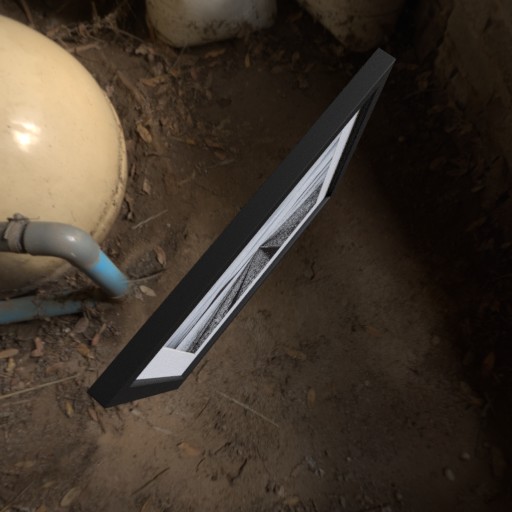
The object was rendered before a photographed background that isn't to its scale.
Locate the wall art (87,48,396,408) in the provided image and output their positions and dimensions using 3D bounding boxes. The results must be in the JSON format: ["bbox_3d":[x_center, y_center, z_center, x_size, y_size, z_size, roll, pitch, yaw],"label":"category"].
[{"bbox_3d":[0.000,0.000,0.754,0.029,0.458,0.559,38,79,9],"label":"wall art"}]
